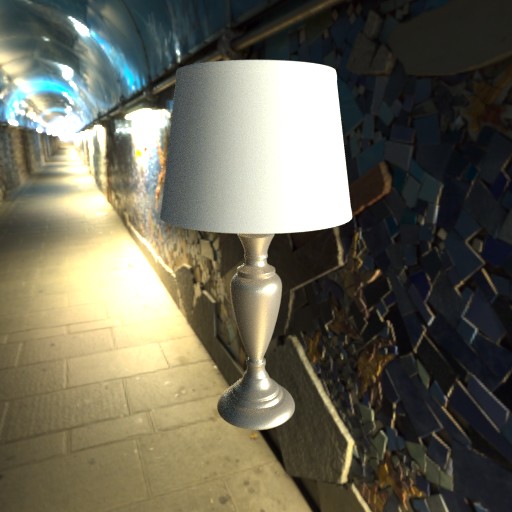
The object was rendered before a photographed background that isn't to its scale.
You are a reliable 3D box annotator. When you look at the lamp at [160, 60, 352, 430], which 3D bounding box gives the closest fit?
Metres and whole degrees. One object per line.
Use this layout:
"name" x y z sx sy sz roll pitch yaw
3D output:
"lamp" 0.000 0.000 0.795 0.328 0.612 0.328 0 15 0
